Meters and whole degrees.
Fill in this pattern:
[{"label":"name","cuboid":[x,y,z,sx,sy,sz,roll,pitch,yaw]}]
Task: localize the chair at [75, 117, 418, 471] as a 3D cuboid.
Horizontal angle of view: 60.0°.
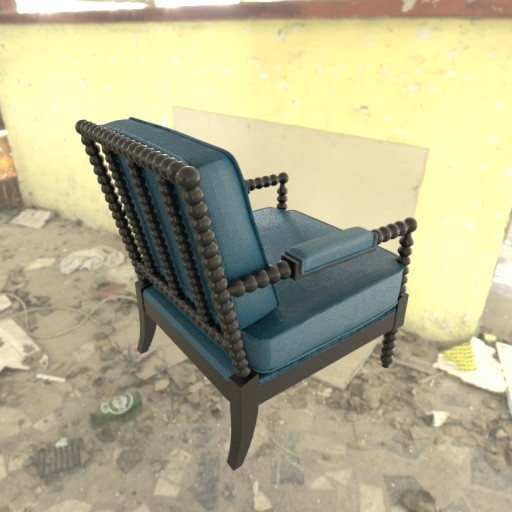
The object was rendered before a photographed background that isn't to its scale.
[{"label":"chair","cuboid":[0.000,0.000,1.410,0.805,0.857,0.688,-19,33,-32]}]
